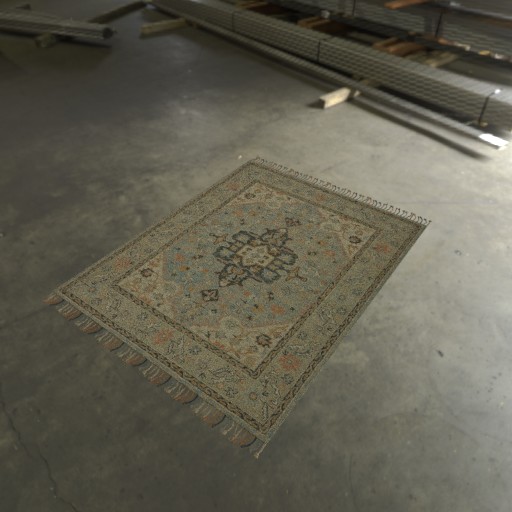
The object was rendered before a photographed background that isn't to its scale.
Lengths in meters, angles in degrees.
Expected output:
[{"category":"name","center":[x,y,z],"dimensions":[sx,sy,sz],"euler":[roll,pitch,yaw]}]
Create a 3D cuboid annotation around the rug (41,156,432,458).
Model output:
[{"category":"rug","center":[0.000,0.000,4.361],"dimensions":[2.379,0.011,3.221],"euler":[26,48,27]}]
